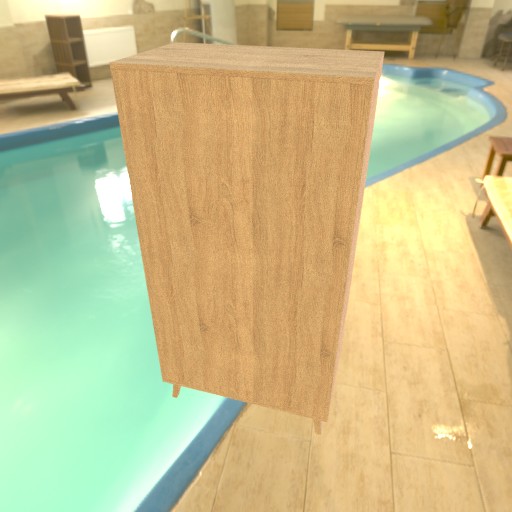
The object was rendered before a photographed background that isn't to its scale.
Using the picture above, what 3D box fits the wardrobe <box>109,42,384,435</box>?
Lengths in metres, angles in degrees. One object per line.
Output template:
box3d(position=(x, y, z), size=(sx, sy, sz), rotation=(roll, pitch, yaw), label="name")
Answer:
box3d(position=(0.000, 0.000, 2.358), size=(1.000, 1.960, 0.600), rotation=(9, 34, 14), label="wardrobe")
